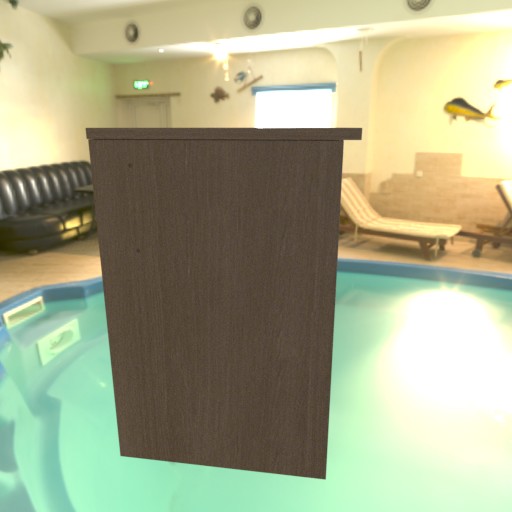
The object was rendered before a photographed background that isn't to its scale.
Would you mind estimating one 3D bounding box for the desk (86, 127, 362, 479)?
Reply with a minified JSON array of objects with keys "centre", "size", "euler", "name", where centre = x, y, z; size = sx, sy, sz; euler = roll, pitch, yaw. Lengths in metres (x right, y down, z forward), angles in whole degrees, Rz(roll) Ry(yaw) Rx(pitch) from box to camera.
[{"centre":[0.000,0.000,1.303],"size":[0.498,0.724,0.893],"euler":[2,16,8],"name":"desk"}]
